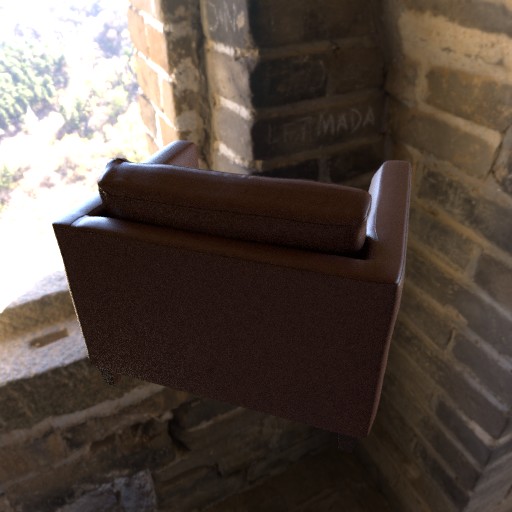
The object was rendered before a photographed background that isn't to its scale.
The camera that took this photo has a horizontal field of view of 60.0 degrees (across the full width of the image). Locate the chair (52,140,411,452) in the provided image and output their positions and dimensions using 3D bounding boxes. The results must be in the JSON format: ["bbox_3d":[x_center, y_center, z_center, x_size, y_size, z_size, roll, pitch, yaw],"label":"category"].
[{"bbox_3d":[0.000,0.000,1.792,1.107,0.917,0.959,10,34,15],"label":"chair"}]
